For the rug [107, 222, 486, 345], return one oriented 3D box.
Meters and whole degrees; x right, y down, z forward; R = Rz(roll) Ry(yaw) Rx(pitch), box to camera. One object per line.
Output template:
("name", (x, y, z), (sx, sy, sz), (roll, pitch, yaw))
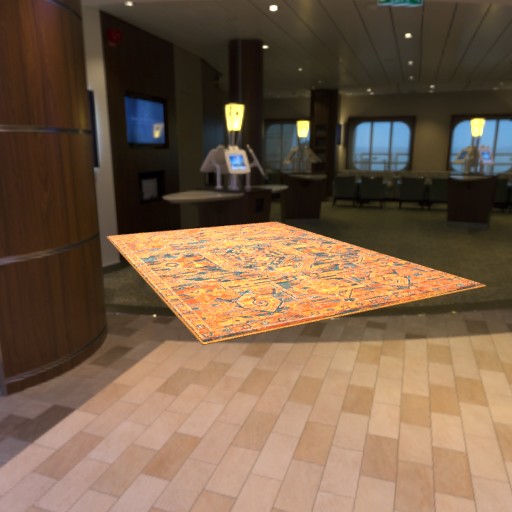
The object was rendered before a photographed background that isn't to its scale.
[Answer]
("rug", (0.000, 0.000, 3.827), (2.043, 0.019, 2.916), (-7, 15, -26))
